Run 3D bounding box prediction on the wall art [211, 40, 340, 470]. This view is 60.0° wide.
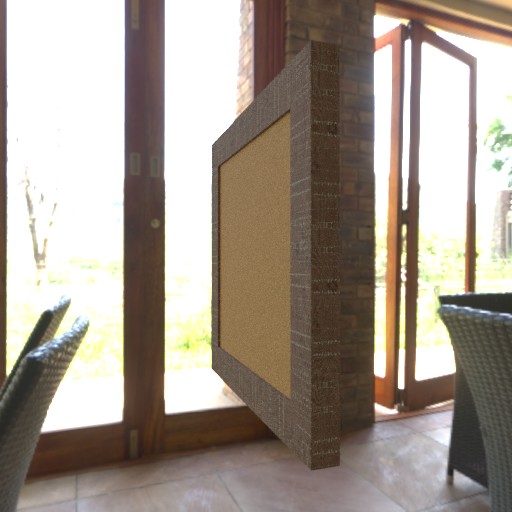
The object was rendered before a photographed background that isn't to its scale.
[{"bbox_3d":[0.000,0.000,0.803,0.040,0.531,0.531,0,0,-19],"label":"wall art"}]
